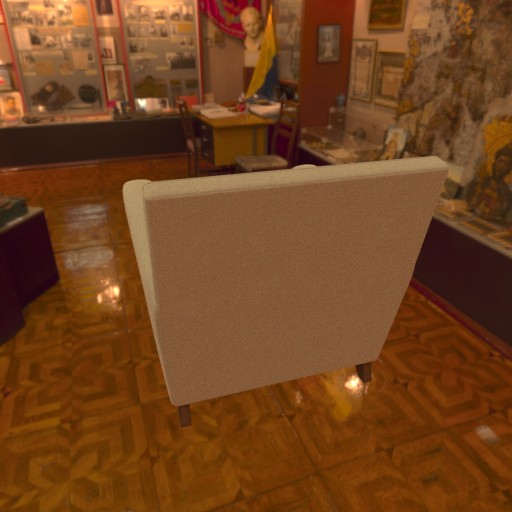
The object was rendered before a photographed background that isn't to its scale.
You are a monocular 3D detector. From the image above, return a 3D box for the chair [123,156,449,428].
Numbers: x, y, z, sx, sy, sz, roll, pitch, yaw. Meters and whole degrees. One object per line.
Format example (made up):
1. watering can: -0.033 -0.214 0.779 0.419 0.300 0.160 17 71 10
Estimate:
1. chair: 0.000 0.000 1.579 0.840 0.846 0.871 -8 28 -16
